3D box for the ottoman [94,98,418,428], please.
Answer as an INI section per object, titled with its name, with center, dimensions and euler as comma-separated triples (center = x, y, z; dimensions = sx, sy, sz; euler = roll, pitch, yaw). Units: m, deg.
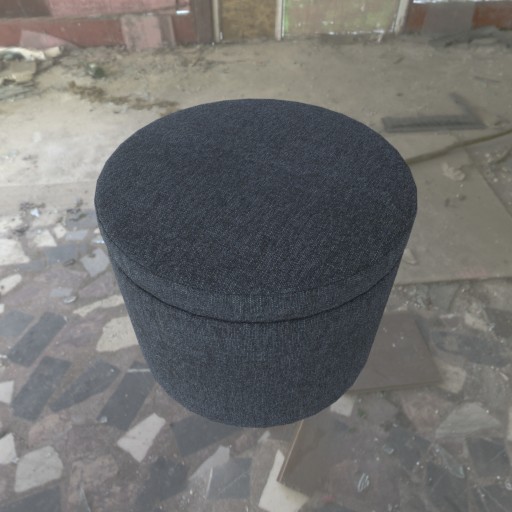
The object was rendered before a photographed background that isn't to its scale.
[ottoman]
center = 0.000, 0.000, 0.833
dimensions = 0.500, 0.419, 0.500
euler = 0, 46, 0
